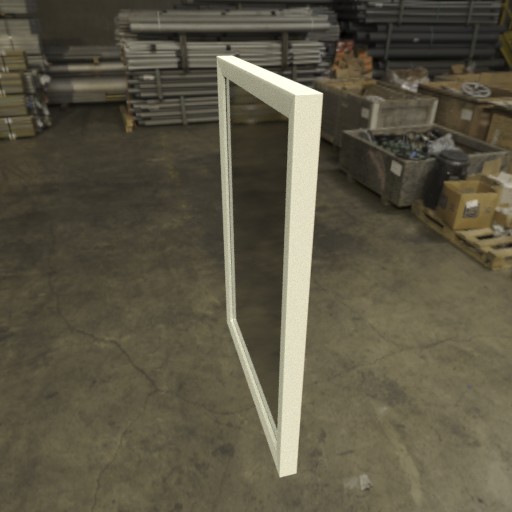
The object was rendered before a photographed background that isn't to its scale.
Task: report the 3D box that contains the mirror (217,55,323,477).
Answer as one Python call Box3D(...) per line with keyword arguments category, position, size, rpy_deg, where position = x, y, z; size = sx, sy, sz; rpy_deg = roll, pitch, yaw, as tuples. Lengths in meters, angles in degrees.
Box3D(category="mirror", position=(0.000, 0.000, 0.909), size=(0.040, 0.710, 0.507), rpy_deg=(-7, 30, -13))
